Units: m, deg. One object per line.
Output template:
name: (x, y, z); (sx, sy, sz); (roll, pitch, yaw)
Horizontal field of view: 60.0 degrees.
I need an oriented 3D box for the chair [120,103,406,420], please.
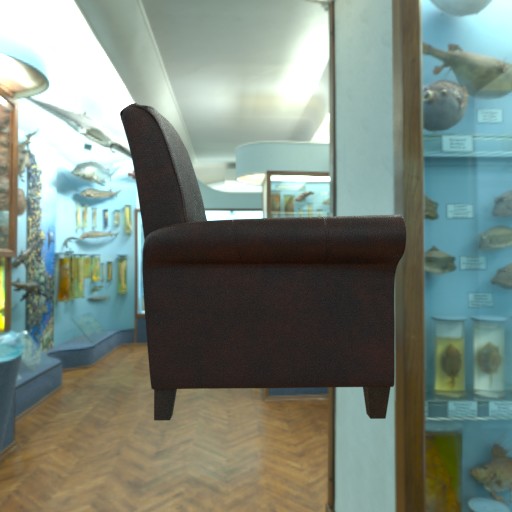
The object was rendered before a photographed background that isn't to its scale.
chair: (0.000, 0.000, 1.781); (0.902, 1.061, 0.978); (0, -1, -1)
